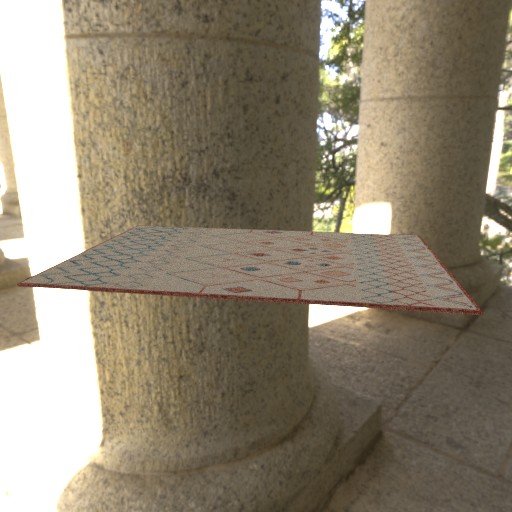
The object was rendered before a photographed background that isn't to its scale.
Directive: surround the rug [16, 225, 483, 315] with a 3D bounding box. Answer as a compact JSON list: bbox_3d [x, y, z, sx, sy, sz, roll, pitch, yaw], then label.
[{"bbox_3d":[0.000,0.000,2.282,1.829,0.016,1.219,3,16,9],"label":"rug"}]
